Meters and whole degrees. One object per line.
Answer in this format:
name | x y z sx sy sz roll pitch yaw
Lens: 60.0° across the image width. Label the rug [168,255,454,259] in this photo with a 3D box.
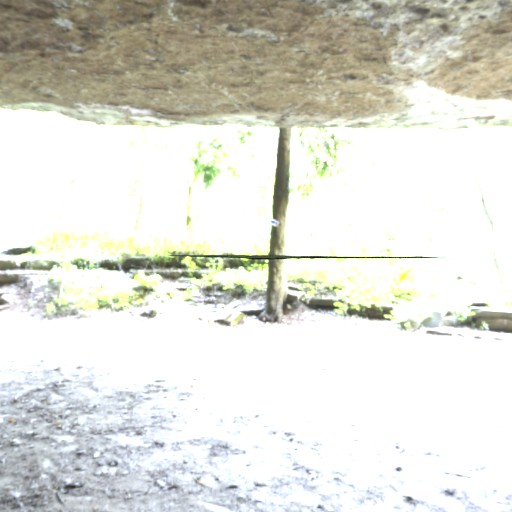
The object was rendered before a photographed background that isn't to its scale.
rug | 0.000 0.000 2.708 0.807 0.010 2.476 0 0 -17
